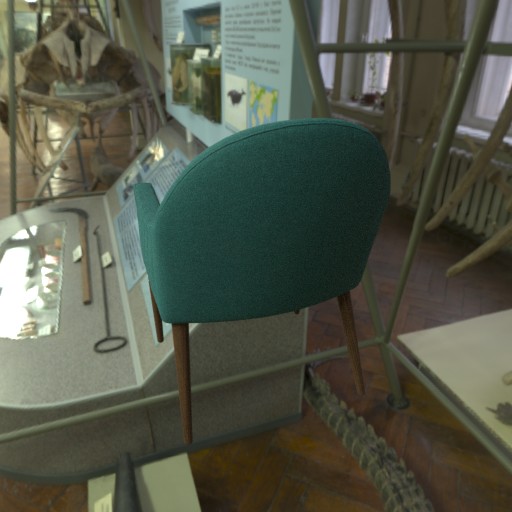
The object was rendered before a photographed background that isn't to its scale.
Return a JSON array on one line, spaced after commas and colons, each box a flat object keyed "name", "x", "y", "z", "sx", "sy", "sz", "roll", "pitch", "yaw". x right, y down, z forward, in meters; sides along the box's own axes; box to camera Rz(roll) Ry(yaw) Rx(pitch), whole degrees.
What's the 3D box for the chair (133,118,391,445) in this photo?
[{"name": "chair", "x": 0.000, "y": 0.000, "z": 1.366, "sx": 0.656, "sy": 0.907, "sz": 0.652, "roll": -9, "pitch": 27, "yaw": -18}]
